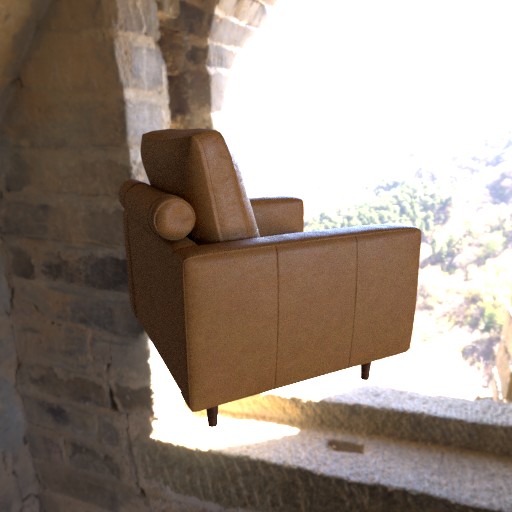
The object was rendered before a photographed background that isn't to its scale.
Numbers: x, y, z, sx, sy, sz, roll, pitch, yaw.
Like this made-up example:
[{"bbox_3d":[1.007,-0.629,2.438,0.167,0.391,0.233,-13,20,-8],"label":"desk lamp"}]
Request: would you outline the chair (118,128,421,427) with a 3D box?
[{"bbox_3d":[0.000,0.000,1.622,0.868,0.896,0.831,-8,18,-25],"label":"chair"}]
